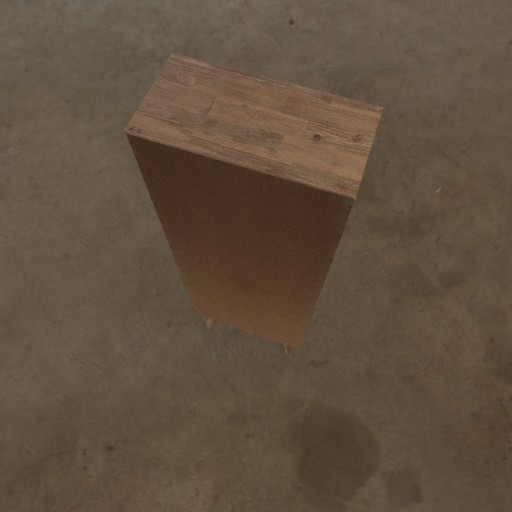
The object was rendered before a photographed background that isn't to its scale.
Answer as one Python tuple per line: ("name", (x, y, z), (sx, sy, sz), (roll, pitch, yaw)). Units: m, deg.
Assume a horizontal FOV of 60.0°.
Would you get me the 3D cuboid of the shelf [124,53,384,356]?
("shelf", (0.000, 0.000, 1.534), (0.491, 1.342, 0.267), (18, 66, 8))
